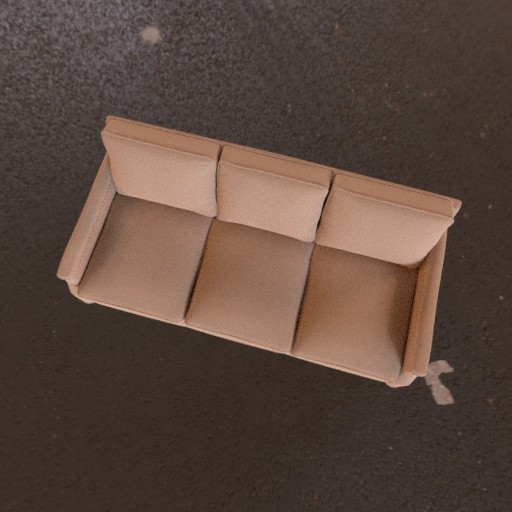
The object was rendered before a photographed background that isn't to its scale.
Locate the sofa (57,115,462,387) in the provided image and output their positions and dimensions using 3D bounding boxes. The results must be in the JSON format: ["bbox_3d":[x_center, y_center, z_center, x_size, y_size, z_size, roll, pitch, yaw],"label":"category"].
[{"bbox_3d":[0.000,0.000,2.811,2.246,1.003,1.084,15,75,4],"label":"sofa"}]
